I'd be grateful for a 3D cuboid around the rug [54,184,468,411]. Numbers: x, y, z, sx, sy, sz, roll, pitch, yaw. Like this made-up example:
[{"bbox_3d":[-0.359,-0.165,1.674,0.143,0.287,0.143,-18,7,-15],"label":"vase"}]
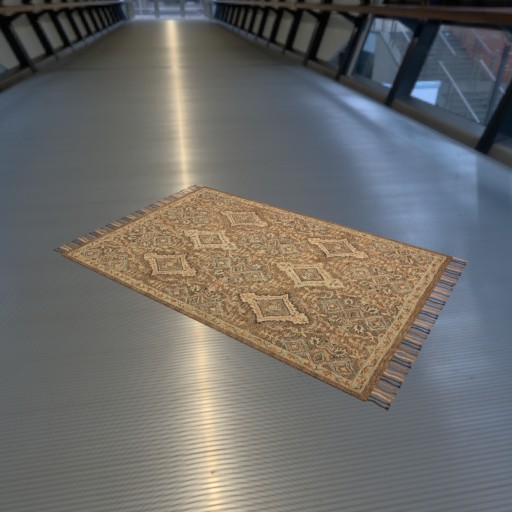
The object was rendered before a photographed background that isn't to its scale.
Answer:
[{"bbox_3d":[0.000,0.000,3.051,2.434,0.010,1.516,20,36,29],"label":"rug"}]
